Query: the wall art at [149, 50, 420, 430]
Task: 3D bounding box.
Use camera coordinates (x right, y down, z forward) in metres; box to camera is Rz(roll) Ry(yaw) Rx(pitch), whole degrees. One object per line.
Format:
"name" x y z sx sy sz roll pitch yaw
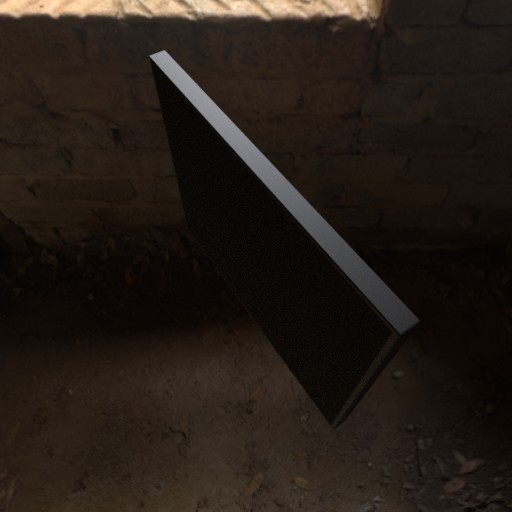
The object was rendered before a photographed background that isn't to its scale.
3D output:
"wall art" 0.000 0.000 0.763 0.029 0.458 0.559 -30 62 -17
